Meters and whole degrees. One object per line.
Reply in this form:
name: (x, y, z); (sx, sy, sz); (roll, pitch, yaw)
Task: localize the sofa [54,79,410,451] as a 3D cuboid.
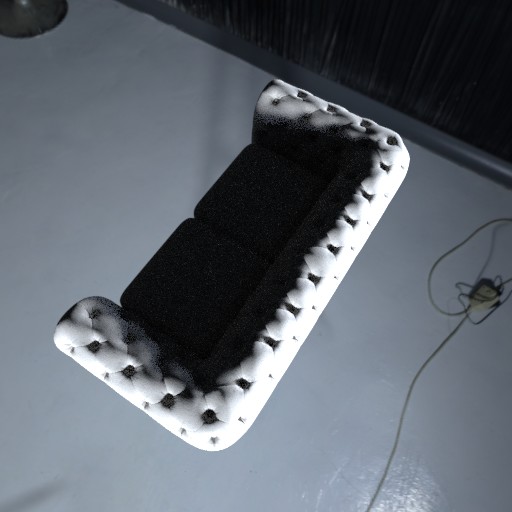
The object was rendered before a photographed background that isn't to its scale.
sofa: (0.000, 0.000, 2.529); (0.986, 0.764, 1.998); (31, 68, 14)
